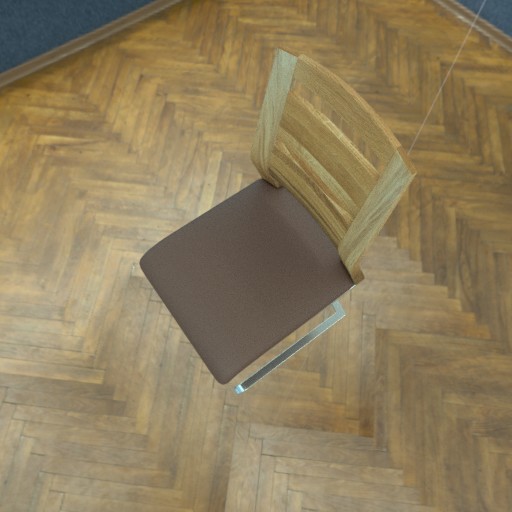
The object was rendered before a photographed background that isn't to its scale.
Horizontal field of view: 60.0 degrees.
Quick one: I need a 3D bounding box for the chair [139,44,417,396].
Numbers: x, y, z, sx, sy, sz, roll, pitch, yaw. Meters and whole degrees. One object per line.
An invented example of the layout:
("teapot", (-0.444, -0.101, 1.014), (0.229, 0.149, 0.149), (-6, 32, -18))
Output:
("chair", (0.000, 0.000, 1.269), (0.570, 0.970, 0.460), (-34, 70, -14))
